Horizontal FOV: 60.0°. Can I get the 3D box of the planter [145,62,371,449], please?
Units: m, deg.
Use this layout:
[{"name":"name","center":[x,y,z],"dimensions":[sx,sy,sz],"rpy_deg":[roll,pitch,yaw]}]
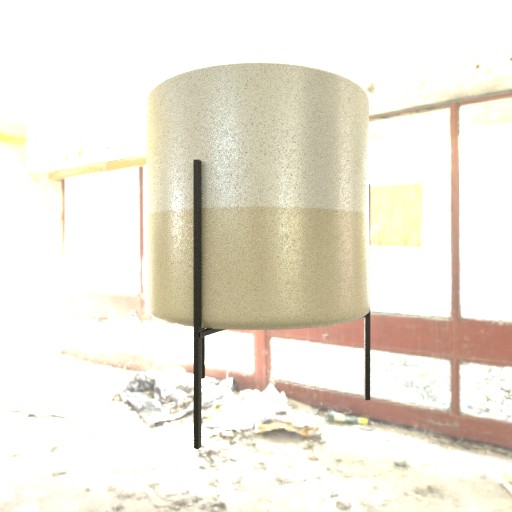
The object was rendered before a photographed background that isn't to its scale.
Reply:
[{"name":"planter","center":[0.000,0.000,0.732],"dimensions":[0.359,0.484,0.368],"rpy_deg":[0,0,-36]}]
